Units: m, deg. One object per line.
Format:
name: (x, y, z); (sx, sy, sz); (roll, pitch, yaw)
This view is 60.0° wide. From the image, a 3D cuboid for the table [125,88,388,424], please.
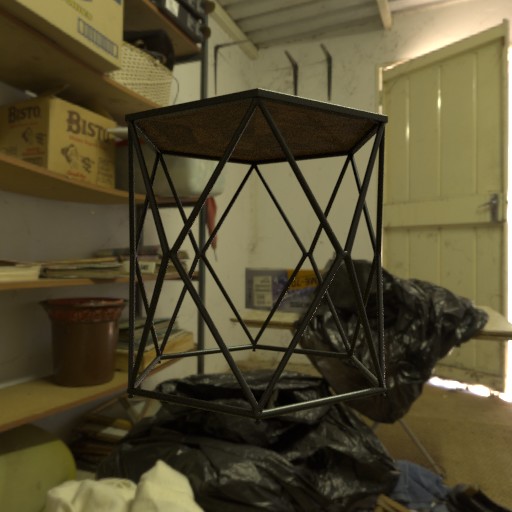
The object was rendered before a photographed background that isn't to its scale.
table: (0.000, 0.000, 1.027); (0.579, 0.564, 0.578); (0, 0, -1)
